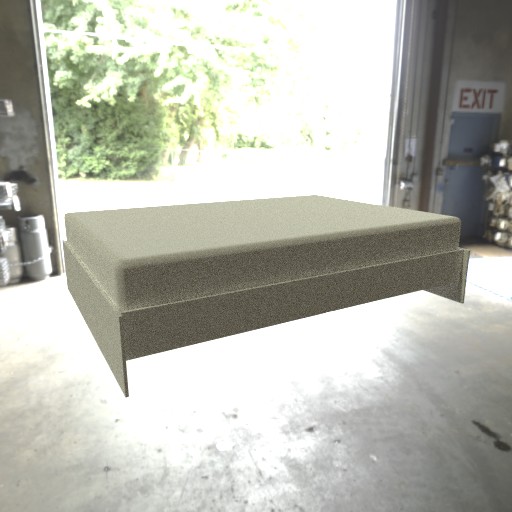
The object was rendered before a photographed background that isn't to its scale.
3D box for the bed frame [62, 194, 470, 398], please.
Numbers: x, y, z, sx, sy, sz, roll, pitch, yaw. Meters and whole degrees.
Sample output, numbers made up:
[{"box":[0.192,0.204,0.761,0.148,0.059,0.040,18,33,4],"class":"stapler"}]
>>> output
[{"box":[0.000,0.000,2.637,1.945,0.497,1.445,-8,17,-29],"class":"bed frame"}]
